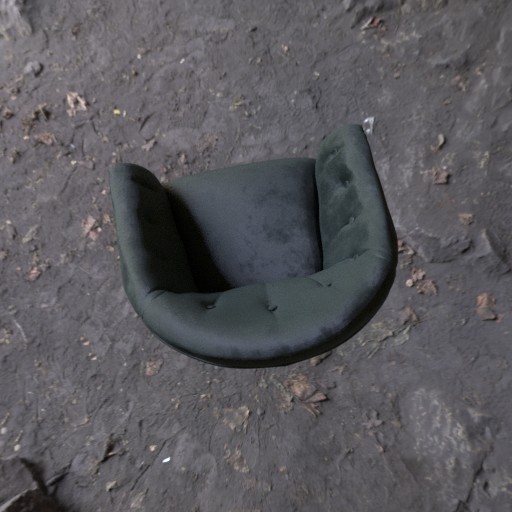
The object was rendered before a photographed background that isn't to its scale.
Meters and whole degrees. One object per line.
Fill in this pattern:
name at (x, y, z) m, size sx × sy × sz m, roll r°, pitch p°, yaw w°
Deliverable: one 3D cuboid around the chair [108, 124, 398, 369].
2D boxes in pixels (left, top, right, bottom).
chair at (0.000, 0.000, 1.533) m, size 0.851 × 0.885 × 0.776 m, roll -10°, pitch 75°, yaw -3°
